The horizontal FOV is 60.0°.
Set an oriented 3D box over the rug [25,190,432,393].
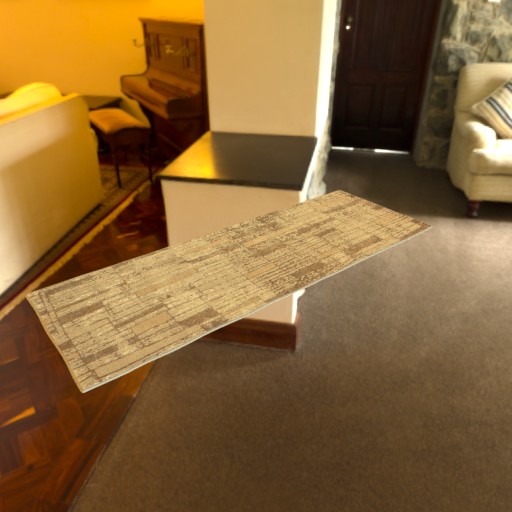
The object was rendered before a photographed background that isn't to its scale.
[{"bbox_3d":[0.000,0.000,2.644,2.383,0.018,0.857,-21,36,-32],"label":"rug"}]
